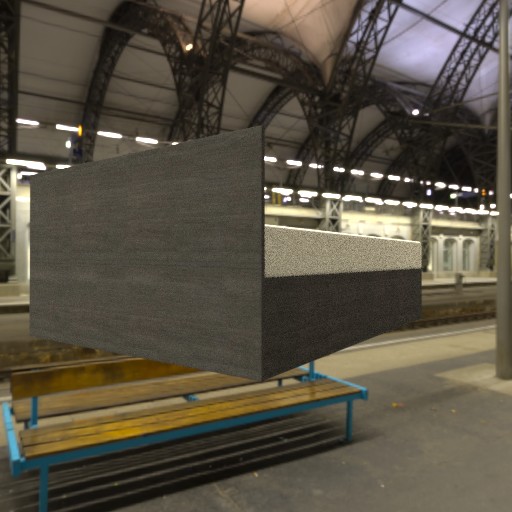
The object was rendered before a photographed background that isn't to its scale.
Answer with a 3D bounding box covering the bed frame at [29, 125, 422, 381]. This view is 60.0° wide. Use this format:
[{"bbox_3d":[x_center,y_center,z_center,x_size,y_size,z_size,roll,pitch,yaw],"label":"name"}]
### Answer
[{"bbox_3d":[0.000,0.000,2.563,1.400,0.800,1.900,0,-1,36],"label":"bed frame"}]
